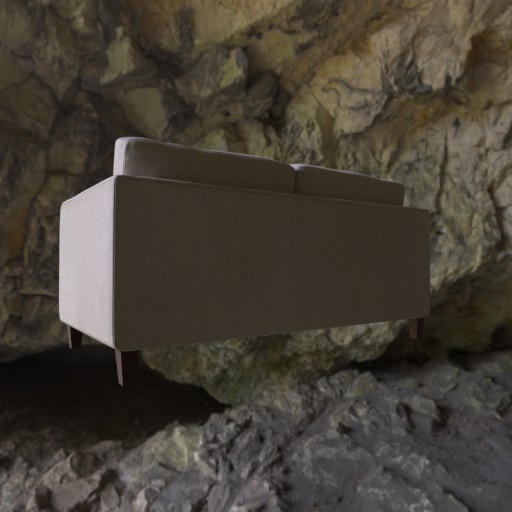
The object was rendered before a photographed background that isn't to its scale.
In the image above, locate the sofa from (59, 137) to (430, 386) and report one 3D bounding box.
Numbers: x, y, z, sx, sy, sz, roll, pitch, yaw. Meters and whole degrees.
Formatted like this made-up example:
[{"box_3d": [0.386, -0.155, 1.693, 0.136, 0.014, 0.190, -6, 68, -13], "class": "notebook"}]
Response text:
[{"box_3d": [0.000, 0.000, 2.415, 1.846, 0.940, 0.950, 1, -1, -35], "class": "sofa"}]
